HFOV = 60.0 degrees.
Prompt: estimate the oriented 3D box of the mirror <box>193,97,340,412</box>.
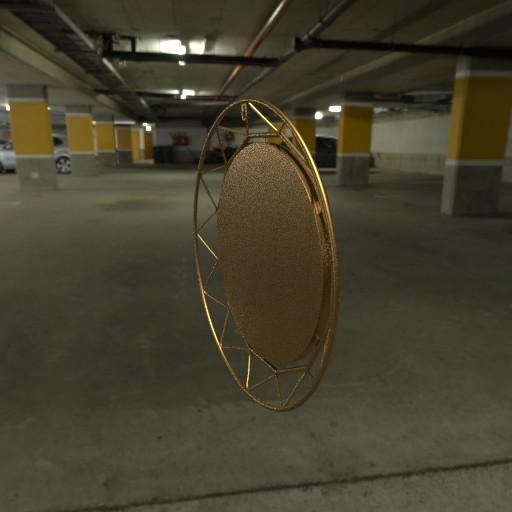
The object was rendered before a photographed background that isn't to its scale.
[{"bbox_3d":[0.000,0.000,0.676,0.043,0.454,0.454,-7,16,-26],"label":"mirror"}]
